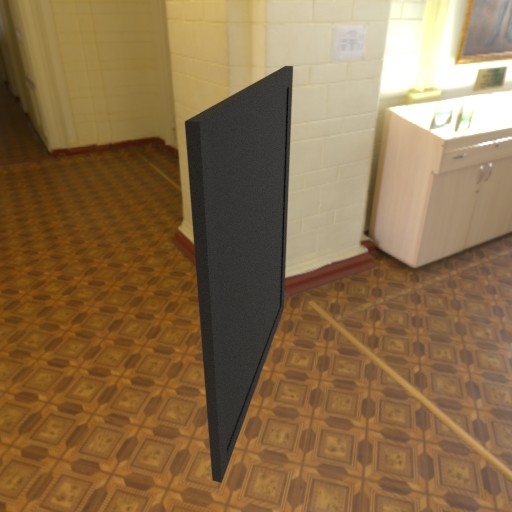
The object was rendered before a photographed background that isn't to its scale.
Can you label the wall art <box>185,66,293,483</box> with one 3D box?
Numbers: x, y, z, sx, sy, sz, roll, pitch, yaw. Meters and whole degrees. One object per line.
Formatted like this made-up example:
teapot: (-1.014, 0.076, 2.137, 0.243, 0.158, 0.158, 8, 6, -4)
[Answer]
wall art: (0.000, 0.000, 0.496, 0.010, 0.361, 0.311, 7, 30, 13)
